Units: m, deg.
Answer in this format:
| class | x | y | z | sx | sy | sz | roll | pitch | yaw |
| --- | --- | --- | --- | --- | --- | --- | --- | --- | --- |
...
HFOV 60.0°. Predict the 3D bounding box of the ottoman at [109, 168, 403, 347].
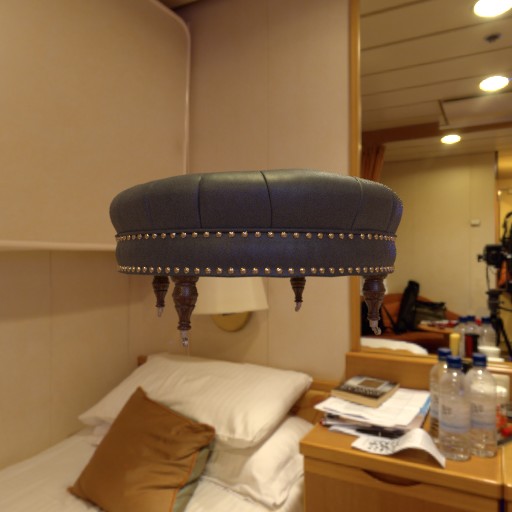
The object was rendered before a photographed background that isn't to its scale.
| class | x | y | z | sx | sy | sz | roll | pitch | yaw |
| --- | --- | --- | --- | --- | --- | --- | --- | --- | --- |
| ottoman | 0.000 | 0.000 | 1.417 | 0.901 | 0.439 | 0.901 | 0 | 0 | 0 |
